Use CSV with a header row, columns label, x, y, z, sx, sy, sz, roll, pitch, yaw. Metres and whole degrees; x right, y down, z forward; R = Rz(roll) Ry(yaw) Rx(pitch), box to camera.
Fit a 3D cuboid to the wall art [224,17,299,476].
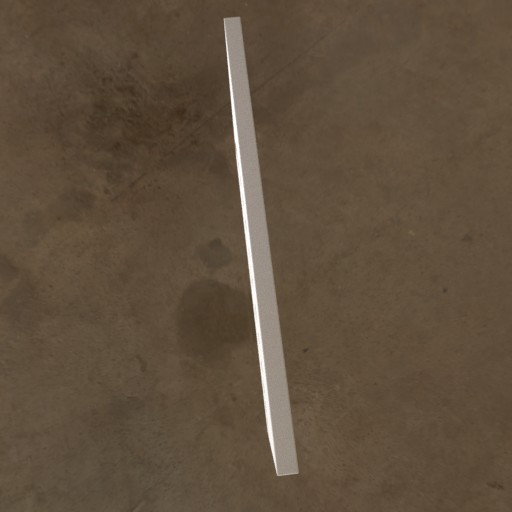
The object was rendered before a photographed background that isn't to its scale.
label,x,y,z,sx,sy,sz,roll,pitch,yaw
wall art,0.000,0.000,1.117,0.038,0.601,0.898,-6,75,-2
